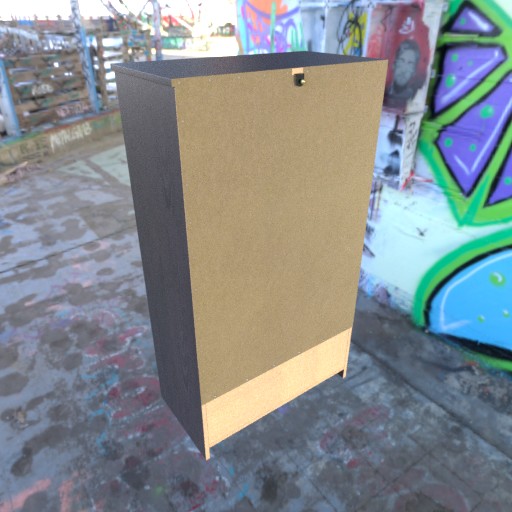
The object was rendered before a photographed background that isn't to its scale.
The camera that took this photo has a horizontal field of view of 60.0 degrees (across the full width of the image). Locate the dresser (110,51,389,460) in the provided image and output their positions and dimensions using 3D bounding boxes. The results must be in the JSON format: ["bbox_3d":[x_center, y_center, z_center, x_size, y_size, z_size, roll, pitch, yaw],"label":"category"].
[{"bbox_3d":[0.000,0.000,1.554,0.704,1.254,0.418,-19,35,-31],"label":"dresser"}]
